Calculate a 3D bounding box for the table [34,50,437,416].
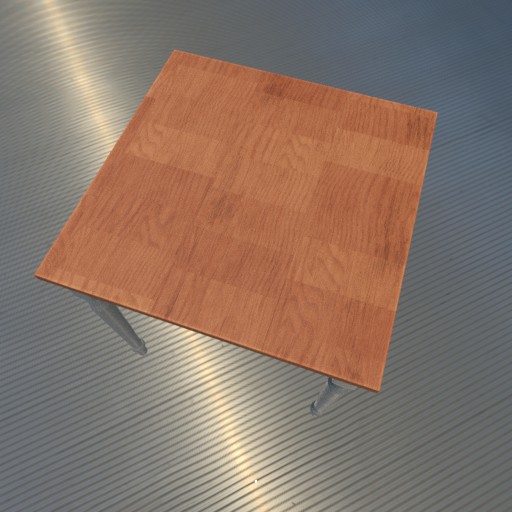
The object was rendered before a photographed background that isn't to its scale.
[{"bbox_3d":[0.000,0.000,1.378,0.747,0.738,0.747,17,64,8],"label":"table"}]
